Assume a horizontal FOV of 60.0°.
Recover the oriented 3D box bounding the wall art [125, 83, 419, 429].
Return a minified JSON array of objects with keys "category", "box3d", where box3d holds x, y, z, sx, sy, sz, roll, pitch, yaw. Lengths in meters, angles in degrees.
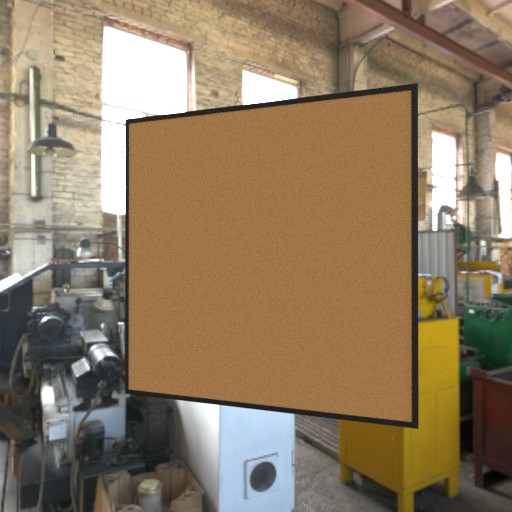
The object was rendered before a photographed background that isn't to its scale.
[{"category":"wall art","box3d":[0.000,0.000,0.966,0.664,0.663,0.015,0,0,19]}]
